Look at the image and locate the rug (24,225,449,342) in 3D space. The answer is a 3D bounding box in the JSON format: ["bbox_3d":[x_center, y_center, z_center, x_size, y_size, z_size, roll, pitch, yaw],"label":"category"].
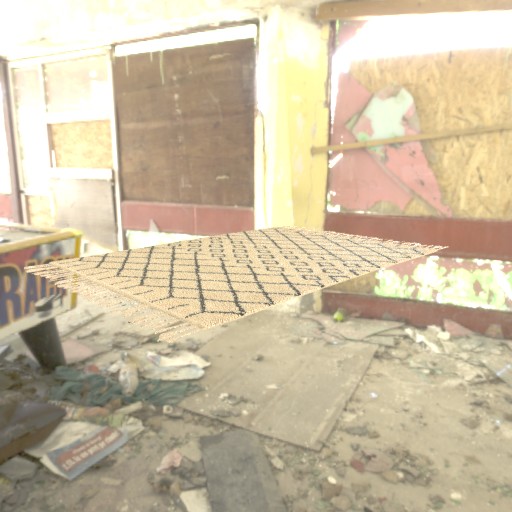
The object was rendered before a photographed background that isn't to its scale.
[{"bbox_3d":[0.000,0.000,3.123,1.664,0.029,2.615,12,17,44],"label":"rug"}]
